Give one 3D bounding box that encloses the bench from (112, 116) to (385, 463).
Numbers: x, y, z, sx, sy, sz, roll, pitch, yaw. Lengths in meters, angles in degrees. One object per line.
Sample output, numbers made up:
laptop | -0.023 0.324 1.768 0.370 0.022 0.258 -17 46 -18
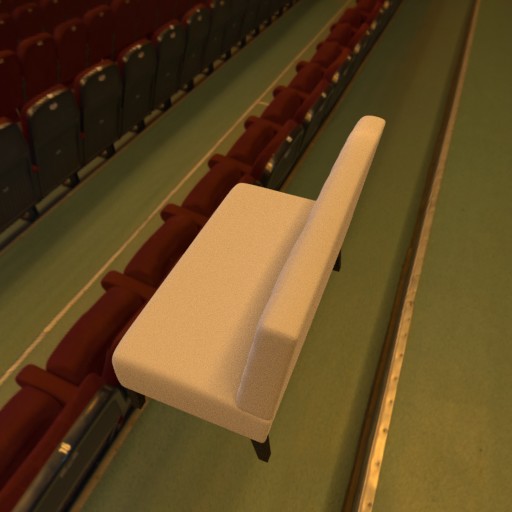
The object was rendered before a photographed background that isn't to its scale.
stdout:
bench | 0.000 0.000 2.069 0.815 1.180 1.335 16 48 15
